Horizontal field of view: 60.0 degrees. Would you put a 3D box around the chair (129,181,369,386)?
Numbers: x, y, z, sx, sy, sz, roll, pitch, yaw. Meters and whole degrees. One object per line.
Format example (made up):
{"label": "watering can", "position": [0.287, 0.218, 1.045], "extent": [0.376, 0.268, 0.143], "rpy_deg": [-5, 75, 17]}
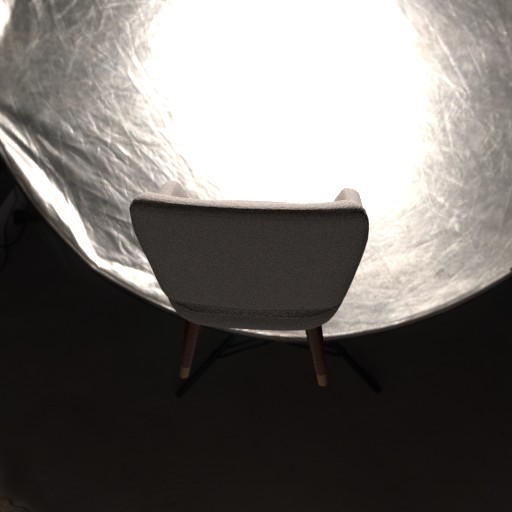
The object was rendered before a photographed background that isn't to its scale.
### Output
{"label": "chair", "position": [0.000, 0.000, 1.302], "extent": [0.609, 0.889, 0.600], "rpy_deg": [3, 48, 2]}
